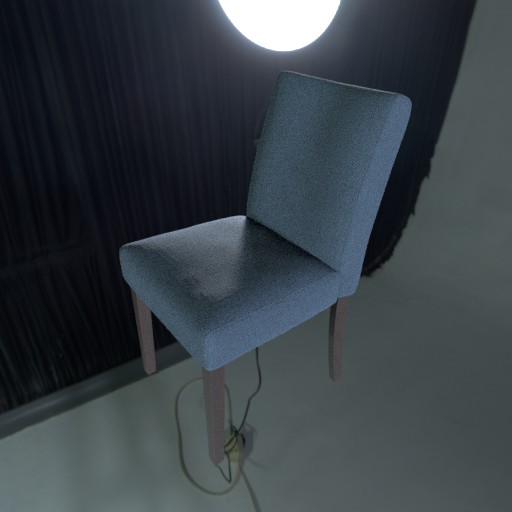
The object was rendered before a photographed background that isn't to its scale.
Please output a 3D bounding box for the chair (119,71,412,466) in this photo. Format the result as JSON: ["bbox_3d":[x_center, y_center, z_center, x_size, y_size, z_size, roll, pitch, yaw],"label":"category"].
[{"bbox_3d":[0.000,0.000,1.255,0.629,0.882,0.487,-22,38,-31],"label":"chair"}]
